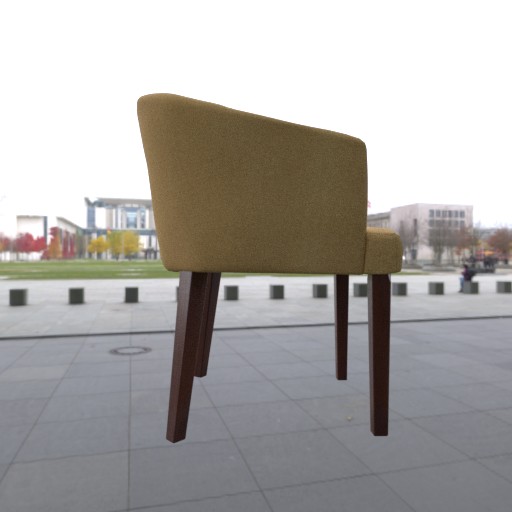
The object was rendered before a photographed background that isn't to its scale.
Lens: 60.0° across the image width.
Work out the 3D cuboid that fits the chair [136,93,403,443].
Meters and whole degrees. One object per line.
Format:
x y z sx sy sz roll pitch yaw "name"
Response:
0.000 0.000 1.235 0.655 0.811 0.583 0 0 -1 "chair"
